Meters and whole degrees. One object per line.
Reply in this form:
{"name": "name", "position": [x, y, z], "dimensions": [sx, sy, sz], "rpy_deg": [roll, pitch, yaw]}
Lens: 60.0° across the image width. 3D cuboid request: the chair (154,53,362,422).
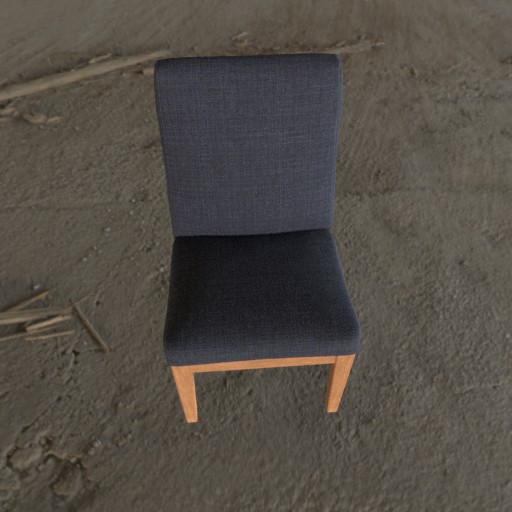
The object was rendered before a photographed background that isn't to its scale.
{"name": "chair", "position": [0.000, 0.000, 1.264], "dimensions": [0.507, 0.911, 0.586], "rpy_deg": [-3, 47, -3]}
